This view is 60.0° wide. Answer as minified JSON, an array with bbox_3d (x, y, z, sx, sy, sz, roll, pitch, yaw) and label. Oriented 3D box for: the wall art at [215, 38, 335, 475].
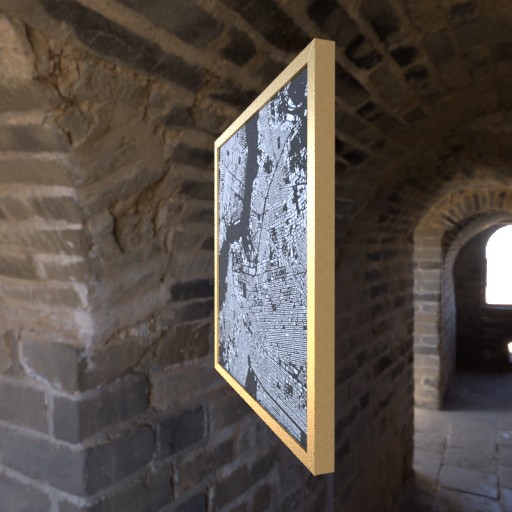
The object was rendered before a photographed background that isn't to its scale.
[{"bbox_3d":[0.000,0.000,2.882,0.099,1.926,1.926,0,0,-18],"label":"wall art"}]
